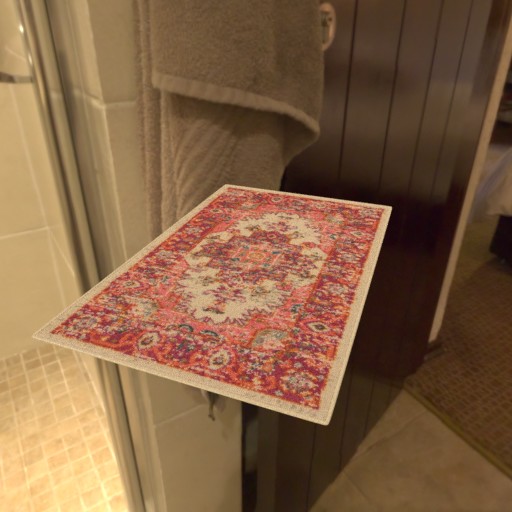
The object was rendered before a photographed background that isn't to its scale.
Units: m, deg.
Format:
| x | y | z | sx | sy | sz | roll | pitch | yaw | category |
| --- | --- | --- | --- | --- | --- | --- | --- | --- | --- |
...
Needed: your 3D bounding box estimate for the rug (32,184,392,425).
| x | y | z | sx | sy | sz | roll | pitch | yaw | category |
| --- | --- | --- | --- | --- | --- | --- | --- | --- | --- |
| 0.000 | 0.000 | 1.080 | 0.556 | 0.004 | 0.868 | 11 | 31 | 18 | rug |
